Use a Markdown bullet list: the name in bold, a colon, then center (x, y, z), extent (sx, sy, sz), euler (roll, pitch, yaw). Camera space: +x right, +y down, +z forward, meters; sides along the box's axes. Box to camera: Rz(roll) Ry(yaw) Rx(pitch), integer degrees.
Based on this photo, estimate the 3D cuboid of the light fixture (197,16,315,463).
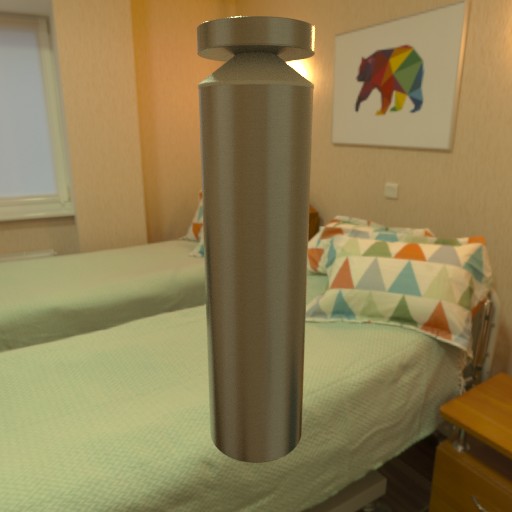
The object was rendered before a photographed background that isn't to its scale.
- **light fixture**: center (0.000, 0.000, 0.433), extent (0.102, 0.400, 0.102), euler (8, 18, 26)
